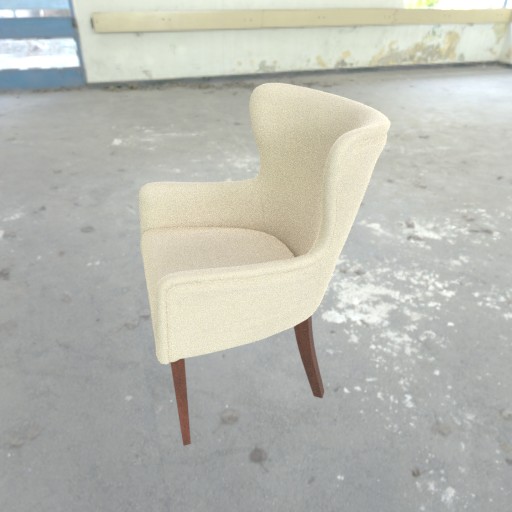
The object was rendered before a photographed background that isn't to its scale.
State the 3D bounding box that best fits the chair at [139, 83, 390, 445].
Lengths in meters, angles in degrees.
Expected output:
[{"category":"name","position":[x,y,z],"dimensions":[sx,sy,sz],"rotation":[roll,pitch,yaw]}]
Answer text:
[{"category":"chair","position":[0.000,0.000,1.503],"dimensions":[0.744,0.990,0.696],"rotation":[-9,32,-14]}]
